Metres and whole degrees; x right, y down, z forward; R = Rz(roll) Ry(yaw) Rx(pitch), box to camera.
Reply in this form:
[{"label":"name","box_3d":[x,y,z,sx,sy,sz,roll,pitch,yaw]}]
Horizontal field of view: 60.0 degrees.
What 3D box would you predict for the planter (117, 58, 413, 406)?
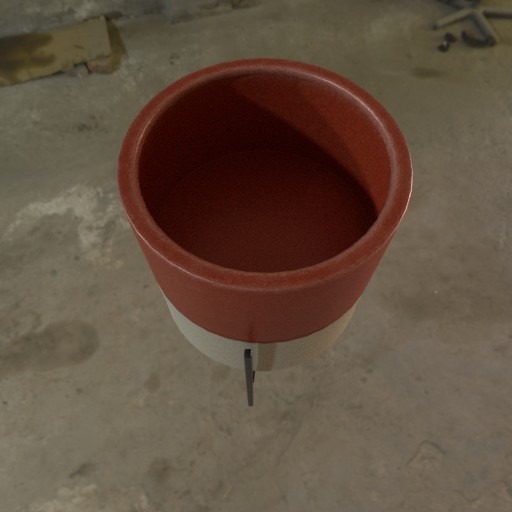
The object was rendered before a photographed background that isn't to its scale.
[{"label":"planter","box_3d":[0.000,0.000,0.508,0.251,0.354,0.235,31,66,15]}]
